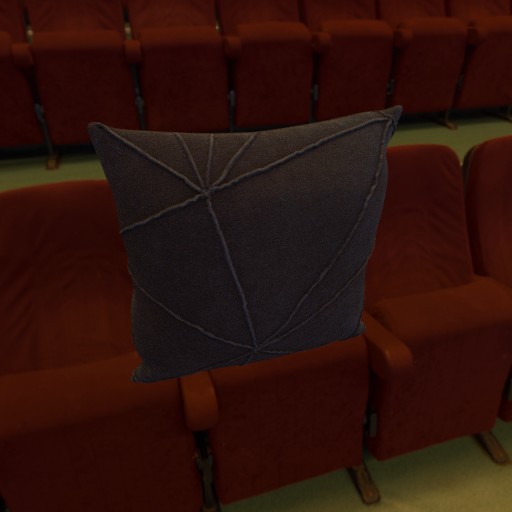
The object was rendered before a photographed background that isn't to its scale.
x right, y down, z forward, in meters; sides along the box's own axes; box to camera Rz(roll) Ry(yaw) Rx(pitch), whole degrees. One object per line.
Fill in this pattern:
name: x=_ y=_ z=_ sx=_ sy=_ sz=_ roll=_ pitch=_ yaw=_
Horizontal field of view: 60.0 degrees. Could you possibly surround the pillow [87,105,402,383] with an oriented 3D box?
pillow: x=0.000 y=0.000 z=0.688 sx=0.439 sy=0.440 sz=0.183 roll=-9 pitch=33 yaw=-14
